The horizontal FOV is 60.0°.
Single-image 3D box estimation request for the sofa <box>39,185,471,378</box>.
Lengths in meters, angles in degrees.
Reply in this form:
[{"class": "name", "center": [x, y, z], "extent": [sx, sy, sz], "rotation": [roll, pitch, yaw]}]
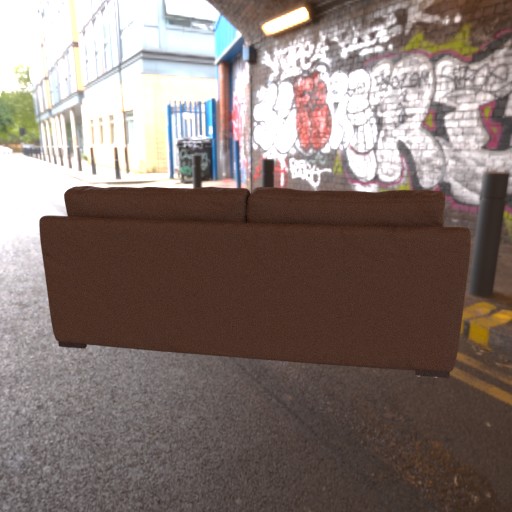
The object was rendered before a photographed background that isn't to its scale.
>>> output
[{"class": "sofa", "center": [0.000, 0.000, 2.852], "extent": [2.274, 0.950, 1.140], "rotation": [2, 15, 9]}]
